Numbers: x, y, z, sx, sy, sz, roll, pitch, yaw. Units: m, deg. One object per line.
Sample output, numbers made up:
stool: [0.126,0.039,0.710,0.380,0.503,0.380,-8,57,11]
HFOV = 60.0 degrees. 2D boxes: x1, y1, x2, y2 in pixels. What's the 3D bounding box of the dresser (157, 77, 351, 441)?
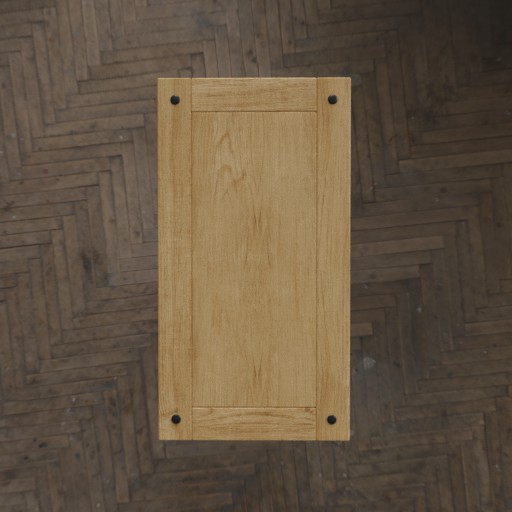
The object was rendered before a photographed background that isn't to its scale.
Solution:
dresser: [0.000,0.000,1.761,0.485,1.300,0.915,0,91,0]
